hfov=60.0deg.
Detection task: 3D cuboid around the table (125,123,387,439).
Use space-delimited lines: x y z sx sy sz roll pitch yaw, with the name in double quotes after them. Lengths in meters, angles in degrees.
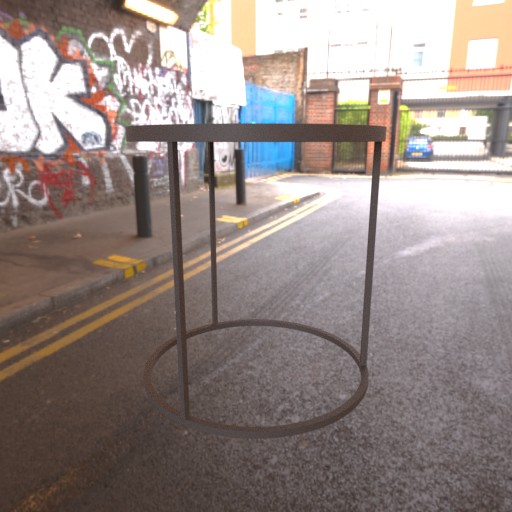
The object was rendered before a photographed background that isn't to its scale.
0.000 0.000 0.892 0.470 0.498 0.470 0 15 0 "table"
